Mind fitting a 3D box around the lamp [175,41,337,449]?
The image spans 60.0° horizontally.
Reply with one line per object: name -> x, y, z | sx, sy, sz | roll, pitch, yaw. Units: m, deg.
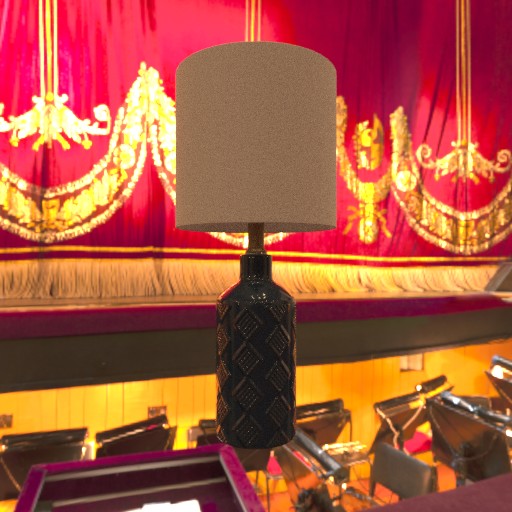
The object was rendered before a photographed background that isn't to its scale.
lamp -> 0.000, 0.000, 0.577 | 0.207, 0.461, 0.207 | 0, 0, -19
